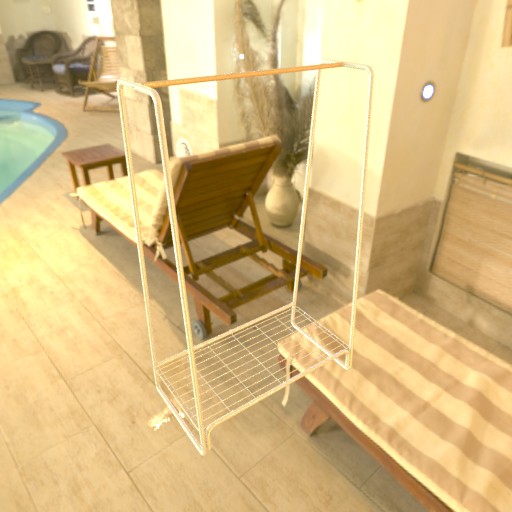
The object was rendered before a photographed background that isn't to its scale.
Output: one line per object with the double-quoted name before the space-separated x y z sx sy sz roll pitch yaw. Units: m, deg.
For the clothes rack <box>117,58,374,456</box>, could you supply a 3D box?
"clothes rack" 0.000 0.000 1.928 0.900 1.500 0.495 -20 36 -30
